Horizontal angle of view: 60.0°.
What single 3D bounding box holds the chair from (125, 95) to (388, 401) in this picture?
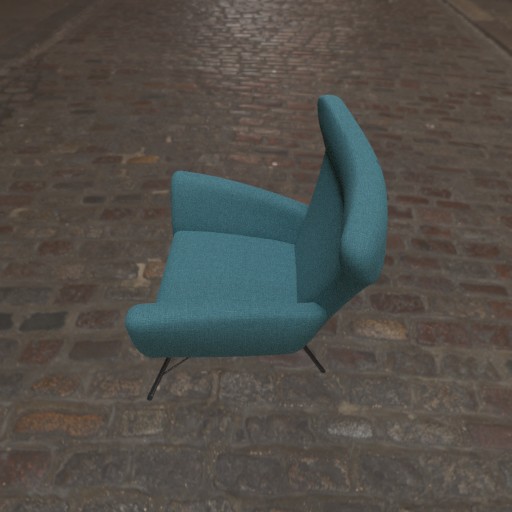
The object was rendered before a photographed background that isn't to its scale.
[{"bbox_3d":[0.000,0.000,1.814,0.900,0.980,1.050,1,41,1],"label":"chair"}]
